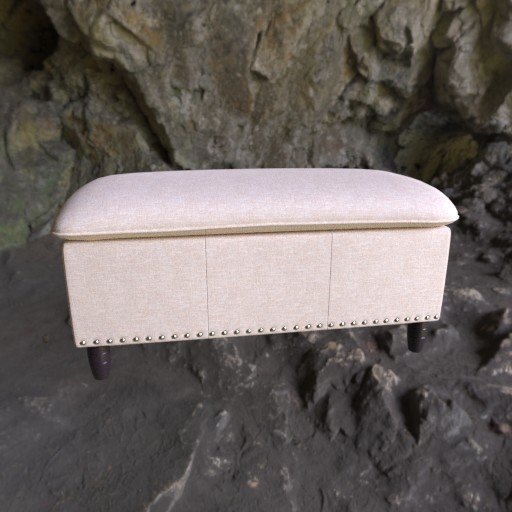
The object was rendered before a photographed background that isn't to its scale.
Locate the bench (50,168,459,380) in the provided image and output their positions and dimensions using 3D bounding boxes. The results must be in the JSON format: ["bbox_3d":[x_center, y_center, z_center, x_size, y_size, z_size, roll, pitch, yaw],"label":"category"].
[{"bbox_3d":[0.000,0.000,1.273,0.991,0.483,0.483,-3,17,-9],"label":"bench"}]
